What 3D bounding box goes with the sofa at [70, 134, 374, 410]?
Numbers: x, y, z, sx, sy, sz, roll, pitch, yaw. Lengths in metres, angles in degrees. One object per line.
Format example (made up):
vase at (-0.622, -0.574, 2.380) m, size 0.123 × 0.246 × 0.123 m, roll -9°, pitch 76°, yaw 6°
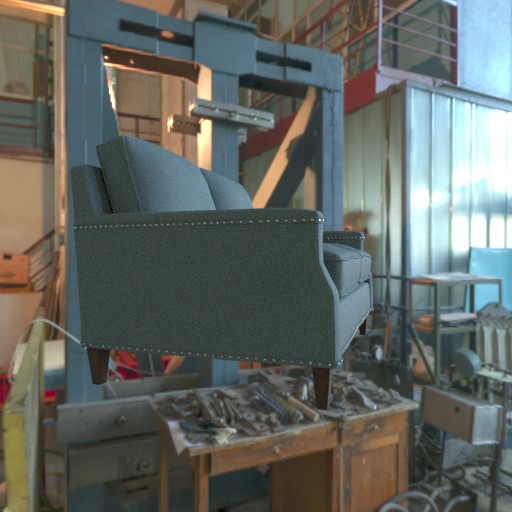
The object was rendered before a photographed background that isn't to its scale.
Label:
sofa at (0.000, 0.000, 2.295) m, size 1.084 × 1.003 × 1.597 m, roll 0°, pitch 0°, yaw 19°
